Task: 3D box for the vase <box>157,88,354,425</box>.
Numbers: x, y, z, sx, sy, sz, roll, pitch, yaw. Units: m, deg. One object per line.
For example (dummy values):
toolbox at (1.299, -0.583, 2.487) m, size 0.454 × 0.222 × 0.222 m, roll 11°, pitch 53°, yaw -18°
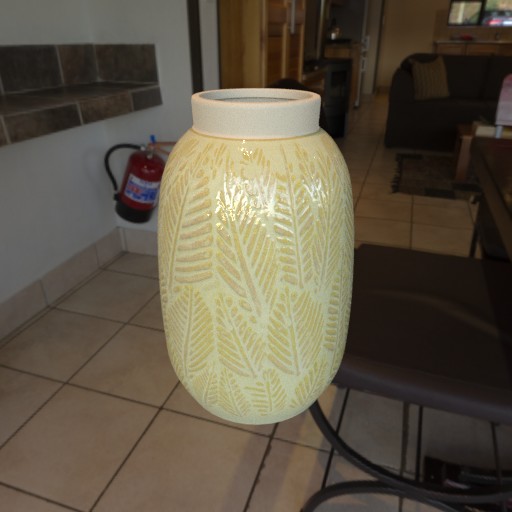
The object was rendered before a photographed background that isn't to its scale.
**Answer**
vase at (0.000, 0.000, 0.392) m, size 0.172 × 0.270 × 0.172 m, roll 0°, pitch 26°, yaw 0°
